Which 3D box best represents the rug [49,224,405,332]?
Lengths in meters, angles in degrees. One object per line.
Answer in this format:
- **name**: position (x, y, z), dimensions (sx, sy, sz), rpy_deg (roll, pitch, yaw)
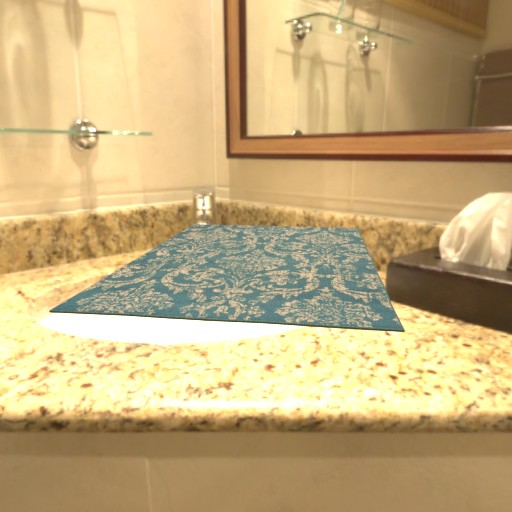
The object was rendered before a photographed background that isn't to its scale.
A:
- **rug**: position (0.000, 0.000, 2.357), dimensions (1.211, 0.012, 1.833), rpy_deg (2, 14, 8)
